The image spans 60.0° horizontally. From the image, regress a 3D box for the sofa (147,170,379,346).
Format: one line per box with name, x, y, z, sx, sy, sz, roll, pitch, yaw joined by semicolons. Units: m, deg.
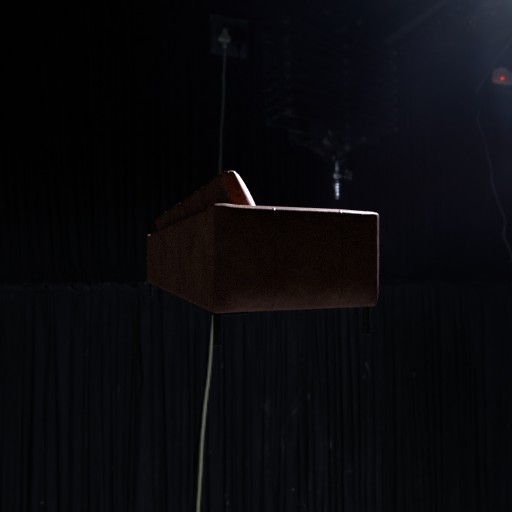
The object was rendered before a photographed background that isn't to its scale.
sofa;0.000;0.000;3.649;1.471;0.859;2.993;0;0;-20
